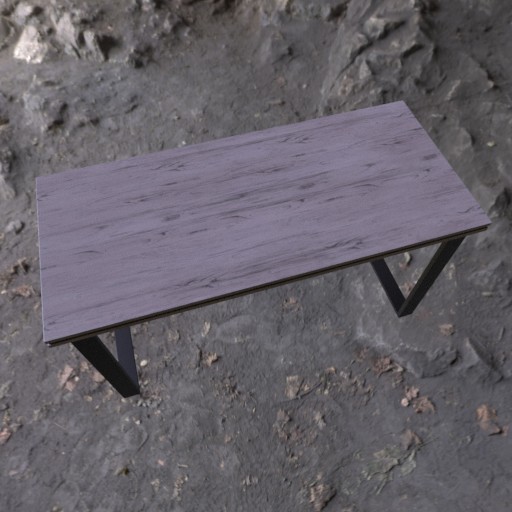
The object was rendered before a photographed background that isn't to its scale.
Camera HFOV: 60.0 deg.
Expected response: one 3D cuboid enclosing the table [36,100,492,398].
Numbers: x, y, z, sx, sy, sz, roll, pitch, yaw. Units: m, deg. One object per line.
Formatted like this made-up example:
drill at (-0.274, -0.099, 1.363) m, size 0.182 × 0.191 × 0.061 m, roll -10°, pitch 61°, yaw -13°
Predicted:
table at (0.000, 0.000, 2.257) m, size 1.778 × 0.899 × 0.795 m, roll -14°, pitch 59°, yaw -9°
